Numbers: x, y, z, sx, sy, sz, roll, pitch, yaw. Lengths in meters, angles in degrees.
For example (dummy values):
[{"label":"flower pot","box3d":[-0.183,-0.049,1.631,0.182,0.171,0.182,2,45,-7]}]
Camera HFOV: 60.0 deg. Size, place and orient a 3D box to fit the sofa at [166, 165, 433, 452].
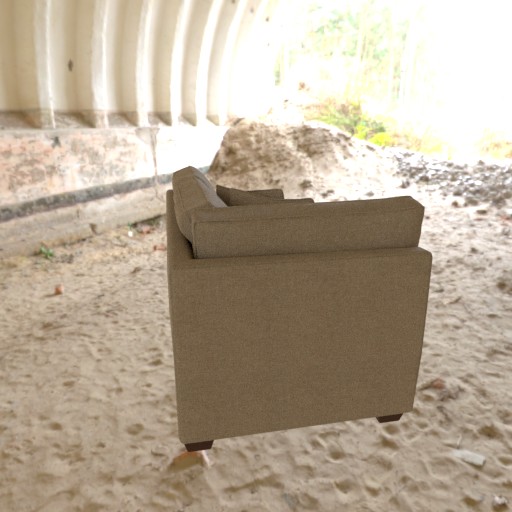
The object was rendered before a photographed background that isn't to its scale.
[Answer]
[{"label":"sofa","box3d":[0.000,0.000,2.822,1.110,1.019,2.238,-3,17,-11]}]
